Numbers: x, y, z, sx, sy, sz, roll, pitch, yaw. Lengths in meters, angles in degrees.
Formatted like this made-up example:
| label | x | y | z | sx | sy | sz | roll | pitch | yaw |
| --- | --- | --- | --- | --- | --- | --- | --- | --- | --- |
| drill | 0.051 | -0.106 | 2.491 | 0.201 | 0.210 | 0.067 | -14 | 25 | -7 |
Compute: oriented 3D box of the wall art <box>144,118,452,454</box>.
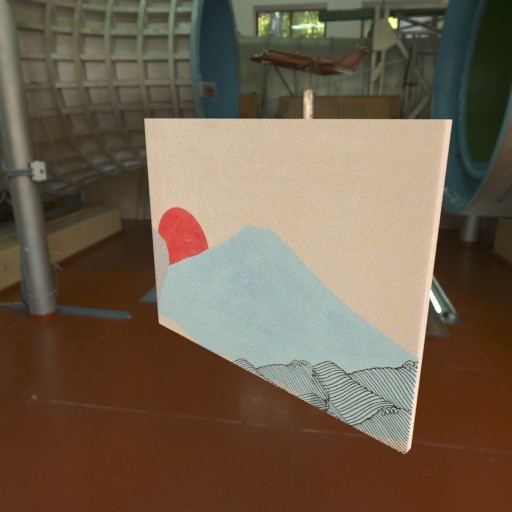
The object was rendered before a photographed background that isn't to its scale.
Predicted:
| label | x | y | z | sx | sy | sz | roll | pitch | yaw |
| --- | --- | --- | --- | --- | --- | --- | --- | --- | --- |
| wall art | 0.000 | 0.000 | 1.544 | 1.219 | 0.912 | 0.042 | 16 | 23 | 41 |
